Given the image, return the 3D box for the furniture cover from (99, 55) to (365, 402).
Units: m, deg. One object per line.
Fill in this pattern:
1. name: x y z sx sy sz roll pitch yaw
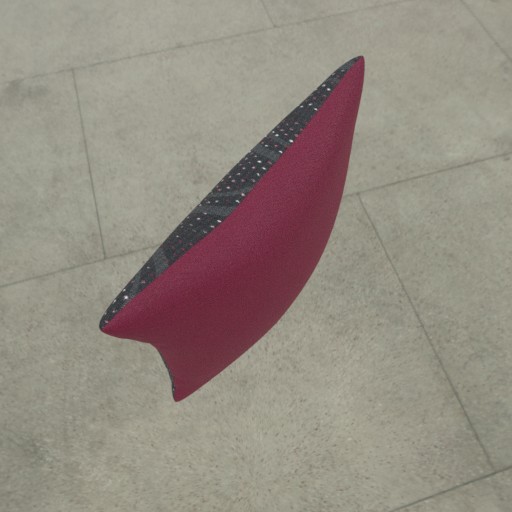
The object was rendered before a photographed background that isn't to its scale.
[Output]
1. furniture cover: 0.000 0.000 0.804 0.193 0.509 0.552 34 68 16
